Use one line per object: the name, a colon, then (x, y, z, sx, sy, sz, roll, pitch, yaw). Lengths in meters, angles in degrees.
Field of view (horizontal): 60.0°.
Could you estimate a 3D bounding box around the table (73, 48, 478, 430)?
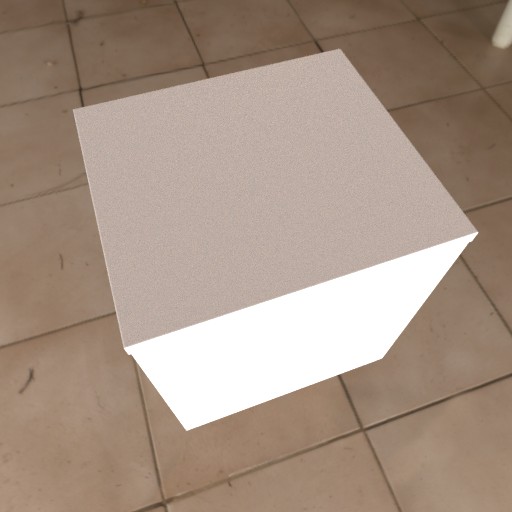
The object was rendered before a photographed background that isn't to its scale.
table: (0.000, 0.000, 0.773, 0.420, 0.460, 0.380, -17, 60, -10)
